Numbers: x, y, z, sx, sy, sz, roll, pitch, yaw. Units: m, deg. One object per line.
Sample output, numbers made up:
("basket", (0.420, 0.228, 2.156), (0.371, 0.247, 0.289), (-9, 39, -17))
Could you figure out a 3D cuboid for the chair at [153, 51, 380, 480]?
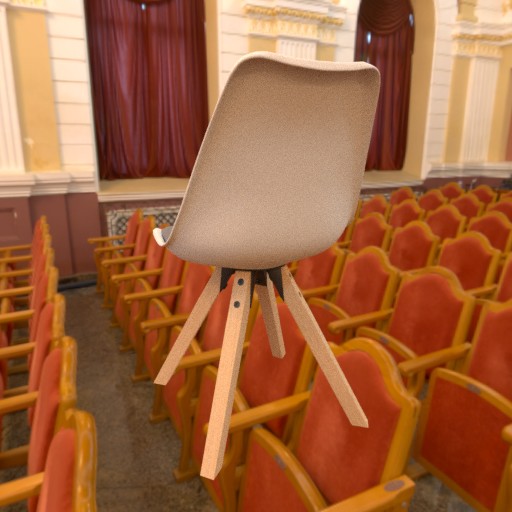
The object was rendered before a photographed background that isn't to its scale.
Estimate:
("chair", (0.000, 0.000, 1.120), (0.485, 0.850, 0.550), (-7, 15, -25))
